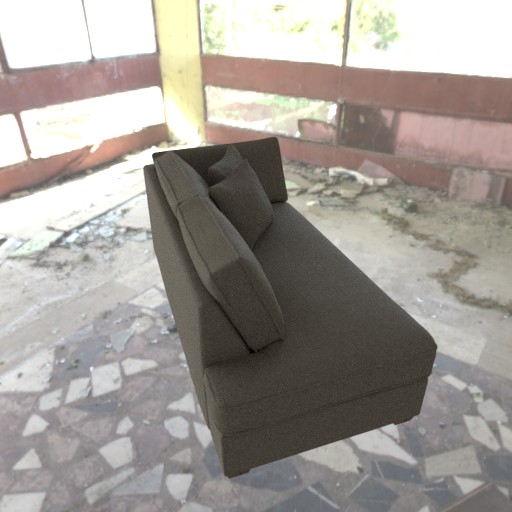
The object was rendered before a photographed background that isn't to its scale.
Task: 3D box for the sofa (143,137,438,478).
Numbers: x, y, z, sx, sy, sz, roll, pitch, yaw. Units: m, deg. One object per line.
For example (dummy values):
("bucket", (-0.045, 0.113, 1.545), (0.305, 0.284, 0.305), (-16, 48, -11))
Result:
("sofa", (0.000, 0.000, 2.808), (1.110, 1.033, 2.237), (-10, 31, -16))
